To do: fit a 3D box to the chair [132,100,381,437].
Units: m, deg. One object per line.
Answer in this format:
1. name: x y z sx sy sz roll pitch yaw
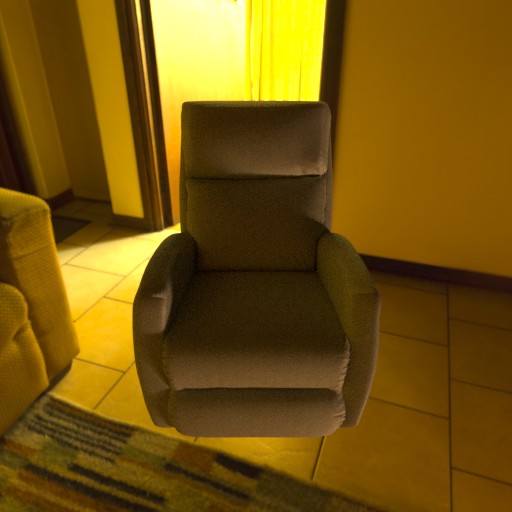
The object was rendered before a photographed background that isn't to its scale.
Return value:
1. chair: 0.000 0.000 1.701 0.794 1.016 0.940 0 30 0
